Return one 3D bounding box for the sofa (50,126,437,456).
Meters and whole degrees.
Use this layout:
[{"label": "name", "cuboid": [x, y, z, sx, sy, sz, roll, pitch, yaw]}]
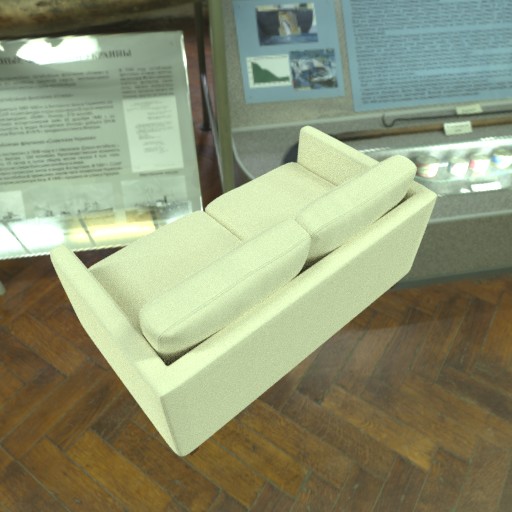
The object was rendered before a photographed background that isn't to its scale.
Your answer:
[{"label": "sofa", "cuboid": [0.000, 0.000, 2.295, 1.702, 0.888, 0.964, -32, 54, -27]}]
